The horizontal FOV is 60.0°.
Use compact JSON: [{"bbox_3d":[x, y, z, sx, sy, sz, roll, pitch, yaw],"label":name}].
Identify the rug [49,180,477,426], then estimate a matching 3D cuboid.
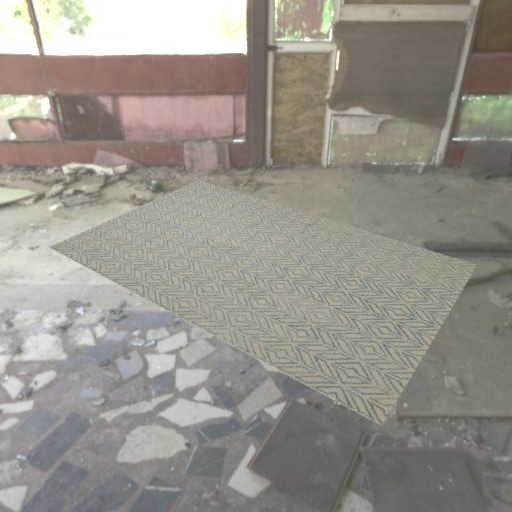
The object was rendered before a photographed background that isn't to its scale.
[{"bbox_3d":[0.000,0.000,2.973,2.441,0.008,1.526,21,37,31],"label":"rug"}]
